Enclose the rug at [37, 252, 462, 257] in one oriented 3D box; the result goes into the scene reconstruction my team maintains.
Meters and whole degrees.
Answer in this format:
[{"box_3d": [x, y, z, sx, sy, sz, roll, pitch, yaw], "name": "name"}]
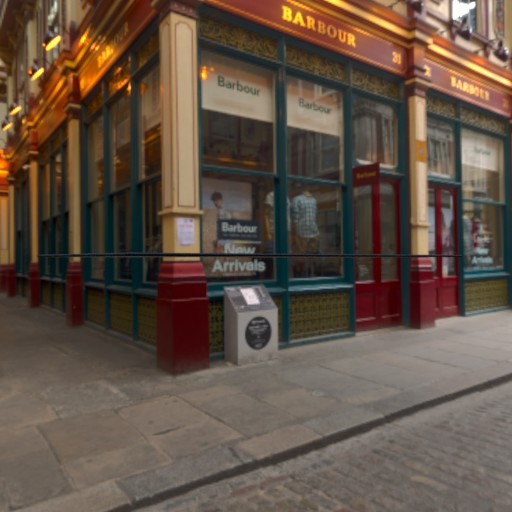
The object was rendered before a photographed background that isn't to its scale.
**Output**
[{"box_3d": [0.000, 0.000, 2.856, 2.294, 0.014, 1.528, 0, 0, -37], "name": "rug"}]
